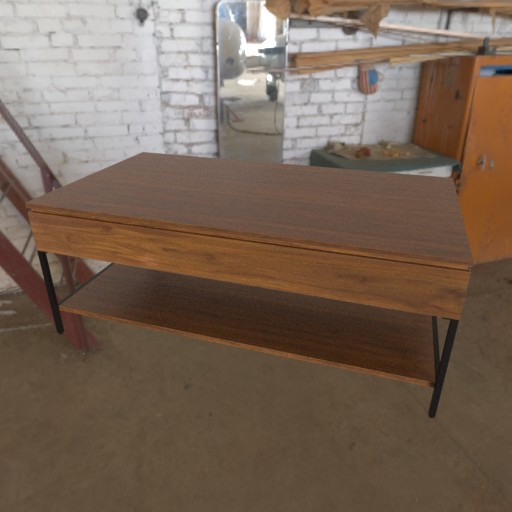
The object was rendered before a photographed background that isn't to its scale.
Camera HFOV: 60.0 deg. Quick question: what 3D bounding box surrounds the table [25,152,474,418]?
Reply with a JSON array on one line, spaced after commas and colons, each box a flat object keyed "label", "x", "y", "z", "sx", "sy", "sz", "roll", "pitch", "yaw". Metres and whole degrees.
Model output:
[{"label": "table", "x": 0.000, "y": 0.000, "z": 1.325, "sx": 1.057, "sy": 0.414, "sz": 0.574, "roll": 8, "pitch": 28, "yaw": 16}]
